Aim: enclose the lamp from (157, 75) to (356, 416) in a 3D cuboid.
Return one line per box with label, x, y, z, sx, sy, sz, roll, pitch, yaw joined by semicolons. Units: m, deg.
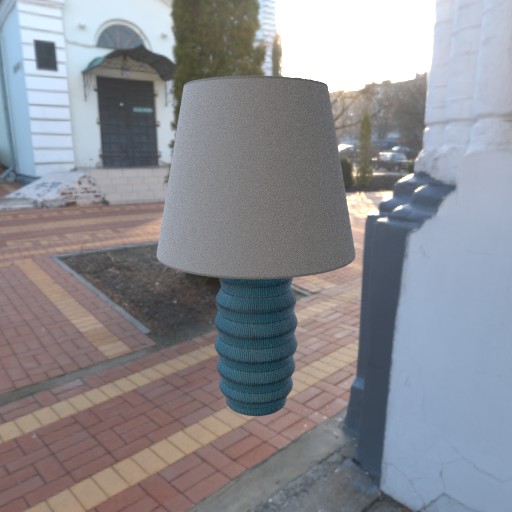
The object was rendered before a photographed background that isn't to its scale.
lamp;0.000;0.000;0.810;0.355;0.582;0.355;0;14;0
